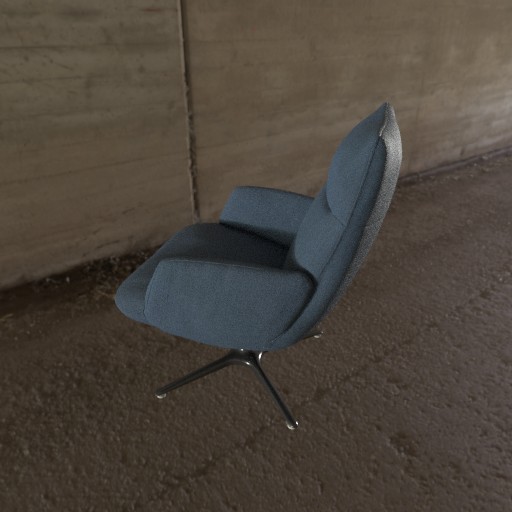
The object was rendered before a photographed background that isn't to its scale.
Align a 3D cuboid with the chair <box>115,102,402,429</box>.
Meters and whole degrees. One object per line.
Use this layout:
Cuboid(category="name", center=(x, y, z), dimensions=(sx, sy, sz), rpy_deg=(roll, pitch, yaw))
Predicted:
Cuboid(category="chair", center=(0.000, 0.000, 1.590), dimensions=(0.889, 1.016, 0.711), rpy_deg=(8, 29, 15))
